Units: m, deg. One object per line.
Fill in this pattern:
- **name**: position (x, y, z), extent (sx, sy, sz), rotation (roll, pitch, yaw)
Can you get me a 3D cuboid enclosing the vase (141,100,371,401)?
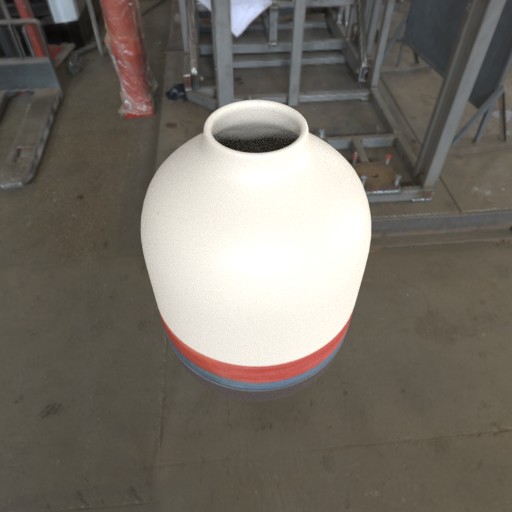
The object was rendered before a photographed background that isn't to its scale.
- **vase**: position (0.000, 0.000, 0.357), extent (0.169, 0.237, 0.169), rotation (0, 48, 0)
